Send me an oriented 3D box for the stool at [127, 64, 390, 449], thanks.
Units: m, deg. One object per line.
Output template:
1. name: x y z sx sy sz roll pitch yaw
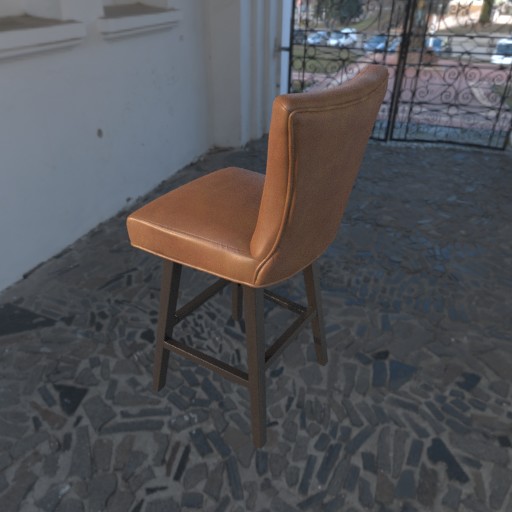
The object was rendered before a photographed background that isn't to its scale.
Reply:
1. stool: 0.000 0.000 1.386 0.585 1.094 0.522 20 37 29
